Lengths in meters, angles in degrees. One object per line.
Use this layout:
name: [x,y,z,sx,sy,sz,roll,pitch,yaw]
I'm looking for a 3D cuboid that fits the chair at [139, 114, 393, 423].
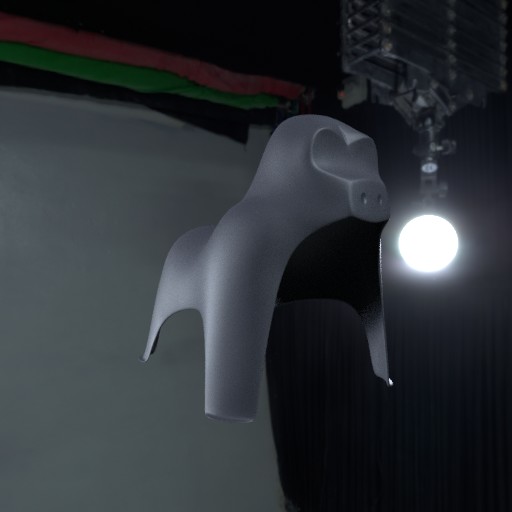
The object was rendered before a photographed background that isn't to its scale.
chair: [0.000,0.000,1.122,0.490,0.600,0.758,0,0,-35]
